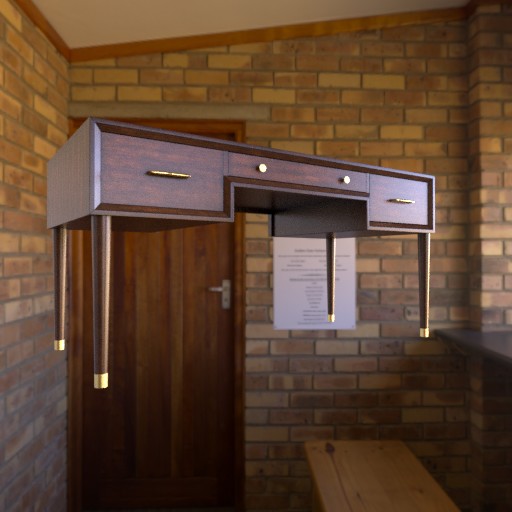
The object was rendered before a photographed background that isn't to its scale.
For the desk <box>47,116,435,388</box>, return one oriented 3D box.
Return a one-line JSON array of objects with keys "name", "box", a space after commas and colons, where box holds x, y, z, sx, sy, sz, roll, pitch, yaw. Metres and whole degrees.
[{"name": "desk", "box": [0.000, 0.000, 1.951, 1.575, 0.762, 0.724, 0, -1, -34]}]
